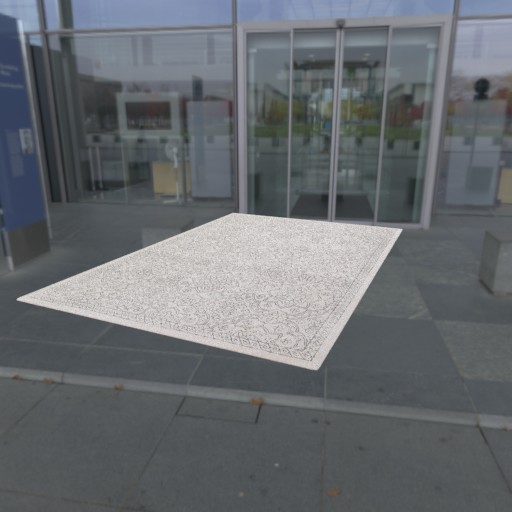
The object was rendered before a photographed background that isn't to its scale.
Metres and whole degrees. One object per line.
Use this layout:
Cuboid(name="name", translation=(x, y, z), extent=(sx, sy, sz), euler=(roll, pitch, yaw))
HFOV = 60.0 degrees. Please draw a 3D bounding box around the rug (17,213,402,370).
Cuboid(name="rug", translation=(0.000, 0.000, 2.844), extent=(1.524, 0.011, 2.286), euler=(8, 19, 24))
